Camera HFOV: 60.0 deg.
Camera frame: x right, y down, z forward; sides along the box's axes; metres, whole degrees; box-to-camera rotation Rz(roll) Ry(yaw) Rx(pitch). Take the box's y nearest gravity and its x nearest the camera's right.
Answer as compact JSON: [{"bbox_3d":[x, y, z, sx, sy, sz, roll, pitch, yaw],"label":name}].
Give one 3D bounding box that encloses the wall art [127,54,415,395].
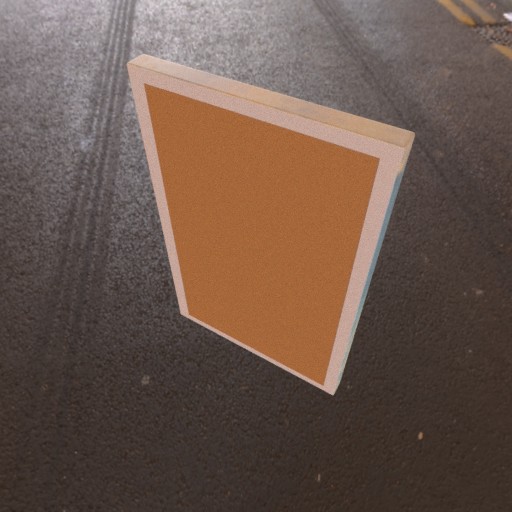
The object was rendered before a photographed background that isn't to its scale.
[{"bbox_3d":[0.000,0.000,0.784,0.401,0.610,0.038,24,52,20],"label":"wall art"}]
